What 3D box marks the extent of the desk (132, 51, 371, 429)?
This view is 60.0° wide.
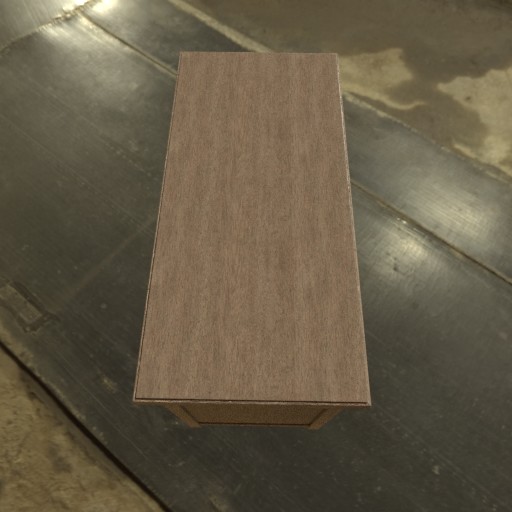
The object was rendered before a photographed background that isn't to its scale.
[{"bbox_3d":[0.000,0.000,1.812,0.610,0.912,1.289,1,63,0],"label":"desk"}]
